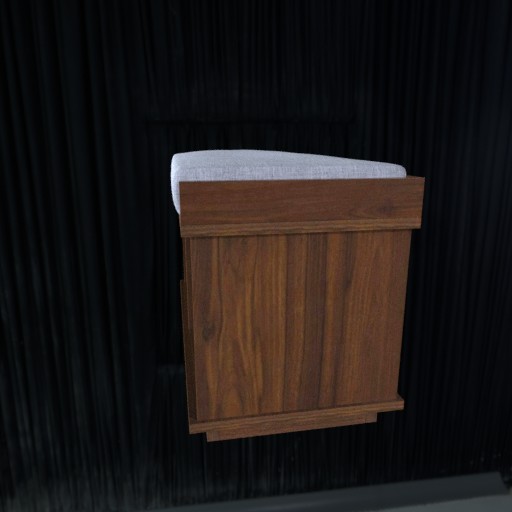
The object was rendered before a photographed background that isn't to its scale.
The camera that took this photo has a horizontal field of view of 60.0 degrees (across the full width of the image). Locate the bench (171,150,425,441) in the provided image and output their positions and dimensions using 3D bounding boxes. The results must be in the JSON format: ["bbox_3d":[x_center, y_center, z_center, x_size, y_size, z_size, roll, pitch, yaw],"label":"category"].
[{"bbox_3d":[0.000,0.000,1.008,0.362,0.461,0.734,-3,15,-10],"label":"bench"}]
